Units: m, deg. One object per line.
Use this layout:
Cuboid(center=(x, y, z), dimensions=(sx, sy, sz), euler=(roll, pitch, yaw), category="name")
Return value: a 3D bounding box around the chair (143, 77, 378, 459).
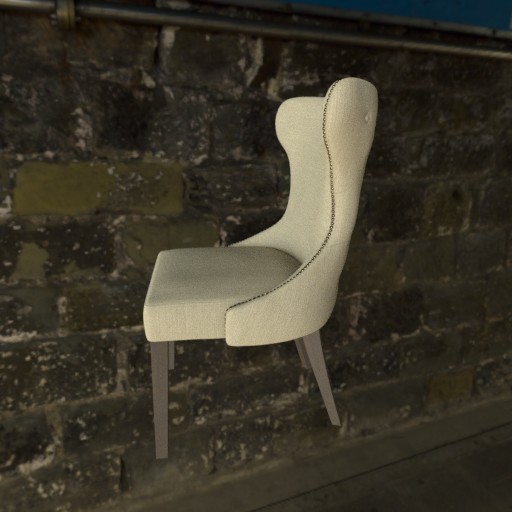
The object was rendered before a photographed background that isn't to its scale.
Cuboid(center=(0.000, 0.000, 1.352), dimensions=(0.635, 0.967, 0.628), euler=(-2, 15, -8), category="chair")
